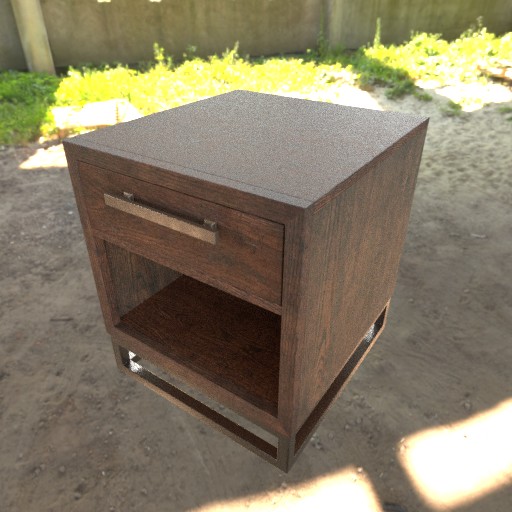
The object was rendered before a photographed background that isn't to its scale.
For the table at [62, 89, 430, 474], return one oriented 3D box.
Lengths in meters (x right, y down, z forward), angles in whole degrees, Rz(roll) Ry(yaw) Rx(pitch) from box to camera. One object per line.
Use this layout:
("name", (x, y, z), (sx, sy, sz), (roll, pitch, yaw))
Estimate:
("table", (0.000, 0.000, 1.016), (0.506, 0.582, 0.566), (20, 37, 29))
